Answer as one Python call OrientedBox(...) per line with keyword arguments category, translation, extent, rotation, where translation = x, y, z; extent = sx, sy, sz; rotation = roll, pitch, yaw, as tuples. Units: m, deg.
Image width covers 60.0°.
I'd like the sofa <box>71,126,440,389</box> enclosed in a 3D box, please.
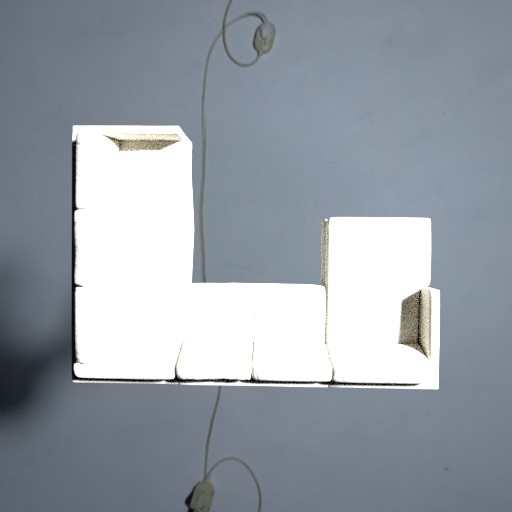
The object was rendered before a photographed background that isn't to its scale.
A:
OrientedBox(category="sofa", translation=(0.000, 0.000, 4.361), extent=(3.464, 0.882, 2.448), rotation=(0, 91, 2))
